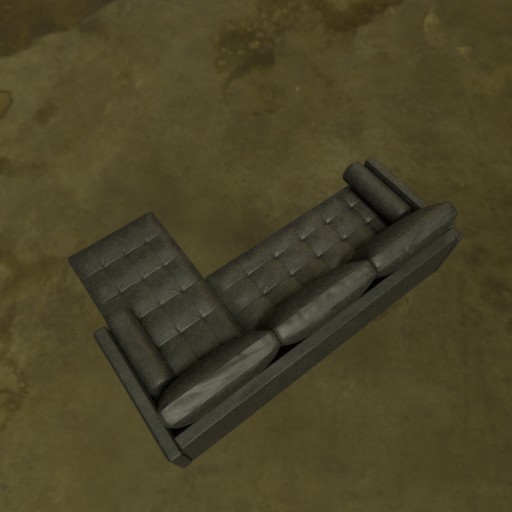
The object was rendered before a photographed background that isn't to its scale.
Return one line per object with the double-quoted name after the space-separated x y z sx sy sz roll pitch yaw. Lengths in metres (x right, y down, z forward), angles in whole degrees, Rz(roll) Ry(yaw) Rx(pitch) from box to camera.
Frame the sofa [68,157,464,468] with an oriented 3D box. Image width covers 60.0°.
0.000 0.000 2.899 2.178 0.876 1.497 -33 66 -17 "sofa"
